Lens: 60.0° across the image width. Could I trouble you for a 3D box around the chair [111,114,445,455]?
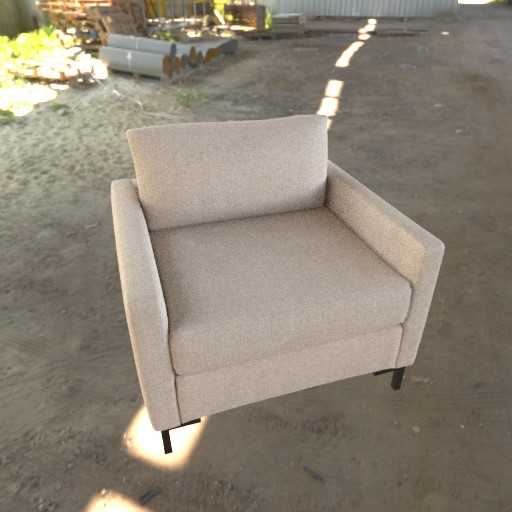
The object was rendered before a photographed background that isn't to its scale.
[{"bbox_3d":[0.000,0.000,1.633,0.963,0.861,0.866,-10,33,-15],"label":"chair"}]
